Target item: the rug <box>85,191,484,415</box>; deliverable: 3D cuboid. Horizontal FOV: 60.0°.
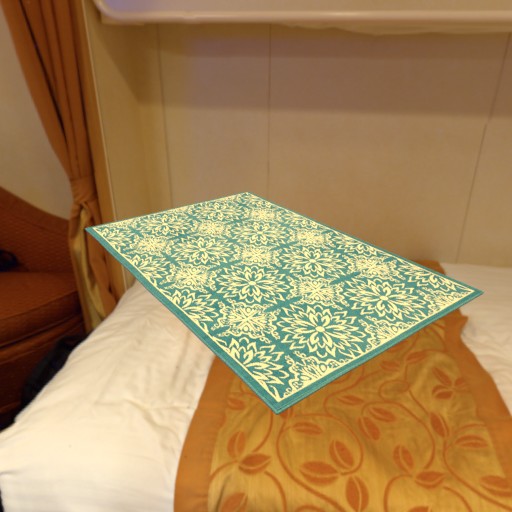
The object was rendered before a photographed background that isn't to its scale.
[{"bbox_3d":[0.000,0.000,3.534,1.830,0.018,2.769,-18,32,-32],"label":"rug"}]
